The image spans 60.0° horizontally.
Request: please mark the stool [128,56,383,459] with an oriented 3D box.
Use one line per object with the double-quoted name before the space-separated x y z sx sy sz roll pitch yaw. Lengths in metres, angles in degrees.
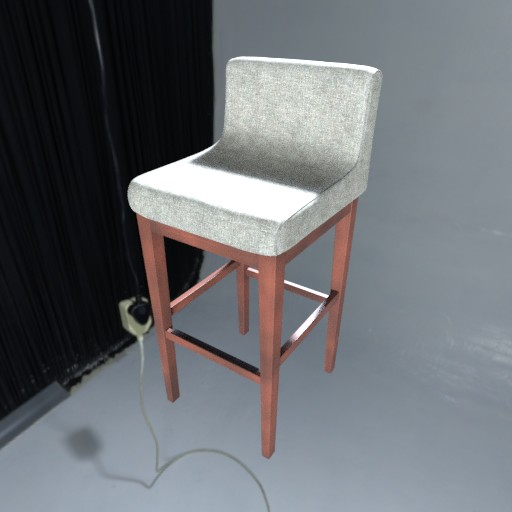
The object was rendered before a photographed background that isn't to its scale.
"stool" 0.000 0.000 1.230 0.426 0.965 0.499 19 35 29
